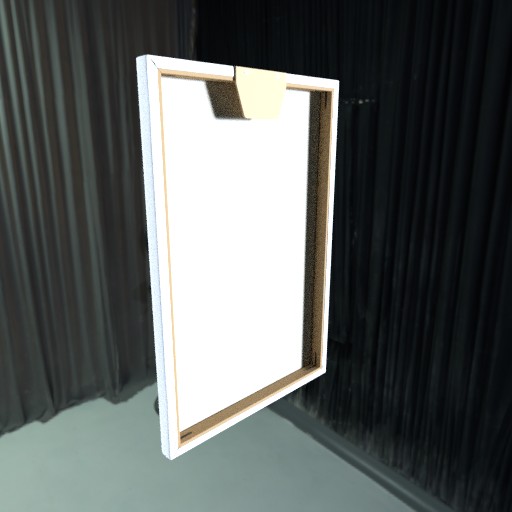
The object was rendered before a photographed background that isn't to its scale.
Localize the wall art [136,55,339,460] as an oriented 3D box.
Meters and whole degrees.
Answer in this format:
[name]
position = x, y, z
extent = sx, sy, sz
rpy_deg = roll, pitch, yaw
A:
[wall art]
position = 0.000, 0.000, 1.159
extent = 0.602, 0.902, 0.048
rpy_deg = -14, 21, -42
